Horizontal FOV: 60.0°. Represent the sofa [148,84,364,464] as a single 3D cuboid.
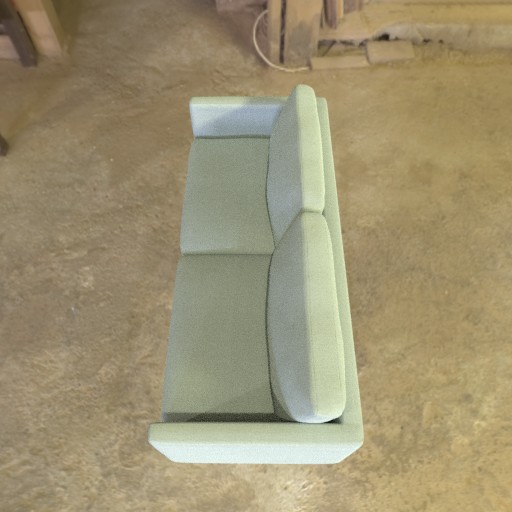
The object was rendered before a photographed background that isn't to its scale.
[{"bbox_3d":[0.000,0.000,2.657,0.951,0.965,2.208,0,59,0],"label":"sofa"}]
